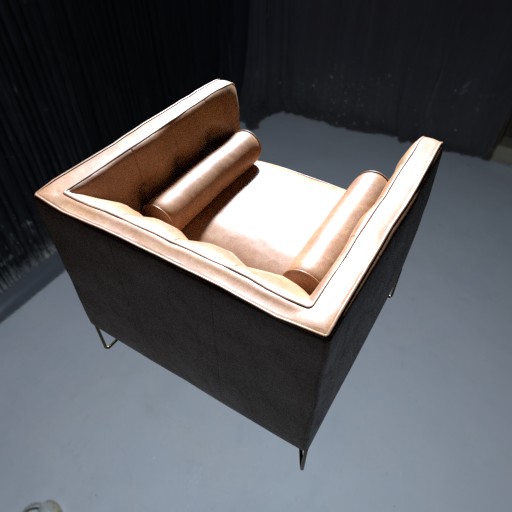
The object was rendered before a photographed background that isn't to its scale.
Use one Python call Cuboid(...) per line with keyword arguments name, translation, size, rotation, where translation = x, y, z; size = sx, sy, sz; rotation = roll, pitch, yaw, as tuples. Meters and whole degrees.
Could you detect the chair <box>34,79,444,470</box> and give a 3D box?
Cuboid(name="chair", translation=(0.000, 0.000, 1.587), size=(0.920, 0.797, 0.912), rotation=(24, 50, 21))
